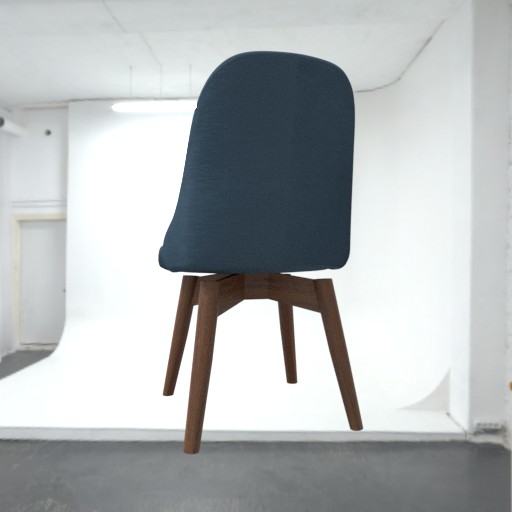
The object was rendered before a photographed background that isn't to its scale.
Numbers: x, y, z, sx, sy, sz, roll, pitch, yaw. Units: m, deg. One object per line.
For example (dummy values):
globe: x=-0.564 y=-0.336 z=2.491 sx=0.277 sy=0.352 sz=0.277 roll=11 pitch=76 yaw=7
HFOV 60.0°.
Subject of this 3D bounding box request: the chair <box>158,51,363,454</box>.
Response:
chair: x=0.000 y=0.000 z=1.241 sx=0.503 sy=0.882 sz=0.589 roll=0 pitch=0 yaw=-18
